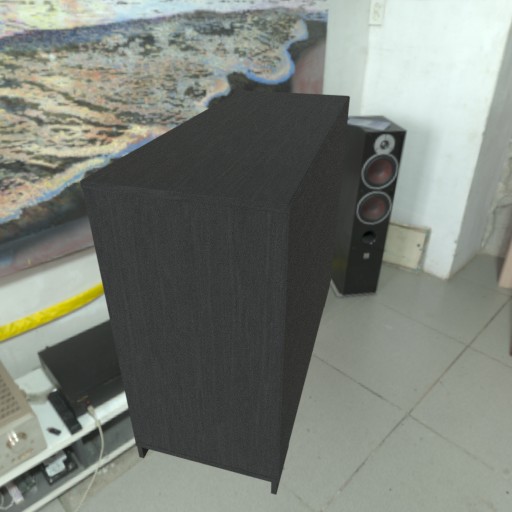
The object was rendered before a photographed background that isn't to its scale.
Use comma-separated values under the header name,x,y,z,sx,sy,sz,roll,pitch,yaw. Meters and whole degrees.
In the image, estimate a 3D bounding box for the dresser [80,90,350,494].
name,x,y,z,sx,sy,sz,roll,pitch,yaw
dresser,0.000,0.000,1.402,0.404,0.816,0.994,8,31,14
